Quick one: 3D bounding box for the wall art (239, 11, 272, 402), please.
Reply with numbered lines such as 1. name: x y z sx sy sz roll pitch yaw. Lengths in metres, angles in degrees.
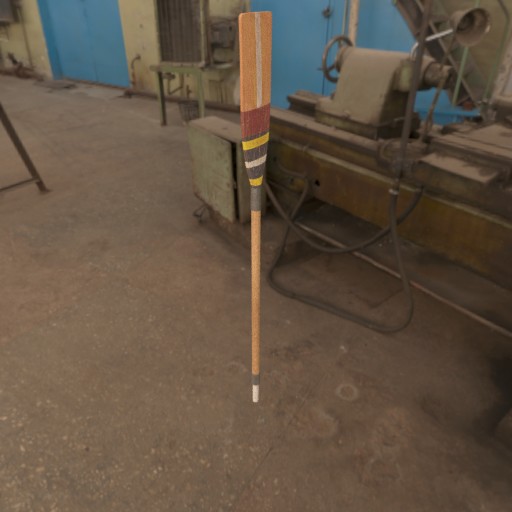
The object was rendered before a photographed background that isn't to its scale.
1. wall art: 0.000 0.000 1.611 0.038 1.556 0.146 20 38 29
